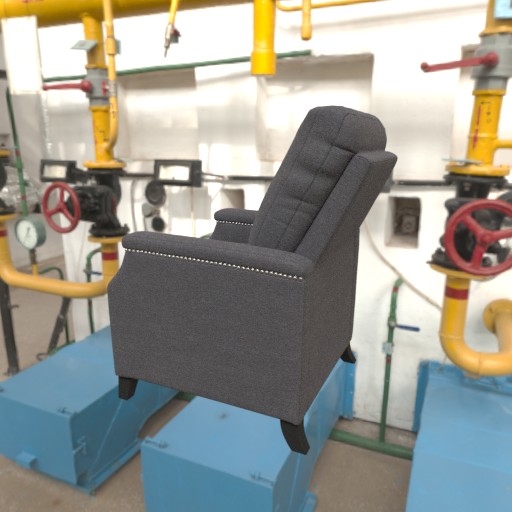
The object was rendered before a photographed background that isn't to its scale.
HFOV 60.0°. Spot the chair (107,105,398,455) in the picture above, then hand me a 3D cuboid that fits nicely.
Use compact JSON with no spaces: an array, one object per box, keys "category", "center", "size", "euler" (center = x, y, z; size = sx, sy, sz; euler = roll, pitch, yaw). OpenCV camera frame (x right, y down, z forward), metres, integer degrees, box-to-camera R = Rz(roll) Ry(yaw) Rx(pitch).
[{"category":"chair","center":[0.000,0.000,1.684],"size":[0.922,1.049,0.710],"euler":[7,16,24]}]
